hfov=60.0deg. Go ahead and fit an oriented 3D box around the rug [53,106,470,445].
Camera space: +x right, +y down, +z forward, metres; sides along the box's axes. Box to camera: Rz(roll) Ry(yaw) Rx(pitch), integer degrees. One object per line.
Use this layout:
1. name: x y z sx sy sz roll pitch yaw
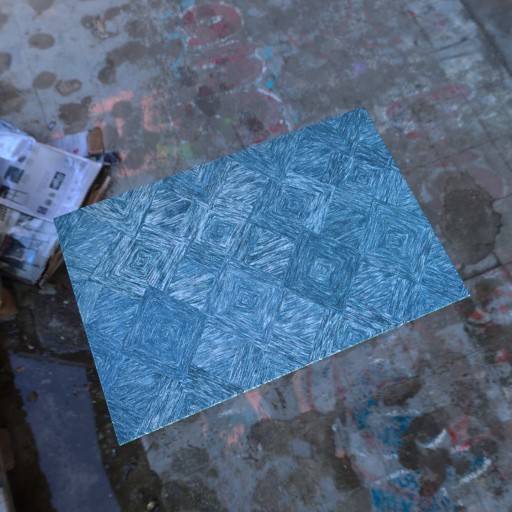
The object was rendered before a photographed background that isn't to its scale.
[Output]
1. rug: 0.000 0.000 2.837 2.277 0.015 1.490 -21 74 -7
